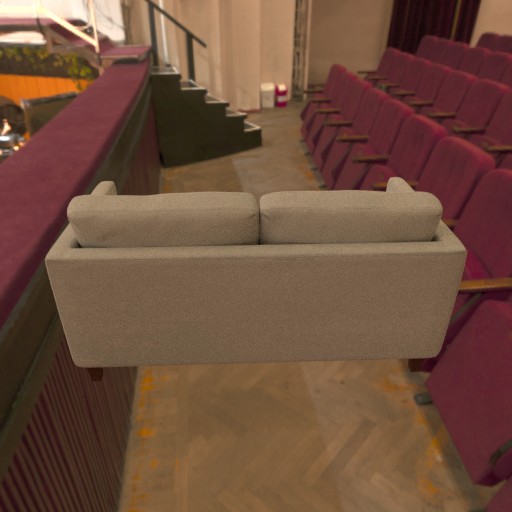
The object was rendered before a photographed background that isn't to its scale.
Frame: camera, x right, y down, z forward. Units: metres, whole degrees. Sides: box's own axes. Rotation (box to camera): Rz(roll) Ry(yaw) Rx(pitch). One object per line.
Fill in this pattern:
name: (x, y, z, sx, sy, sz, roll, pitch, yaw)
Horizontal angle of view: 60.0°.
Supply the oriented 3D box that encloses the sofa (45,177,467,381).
sofa: (0.000, 0.000, 2.462, 1.884, 0.963, 0.950, -1, 31, -2)
